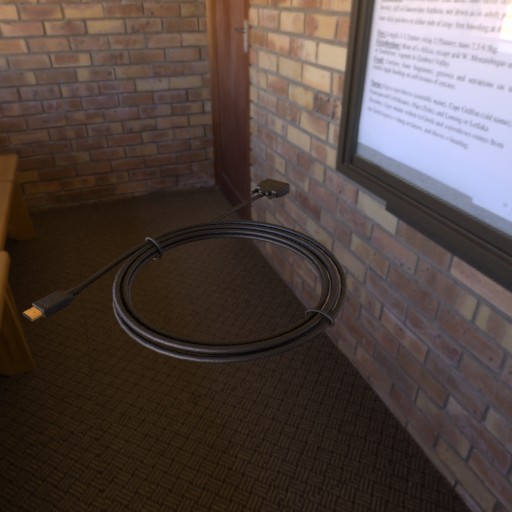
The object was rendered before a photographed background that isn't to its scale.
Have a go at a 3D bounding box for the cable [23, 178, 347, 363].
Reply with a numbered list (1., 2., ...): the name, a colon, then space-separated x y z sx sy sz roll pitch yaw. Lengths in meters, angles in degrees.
1. cable: 0.000 0.000 0.497 0.257 0.030 0.422 21 37 30
